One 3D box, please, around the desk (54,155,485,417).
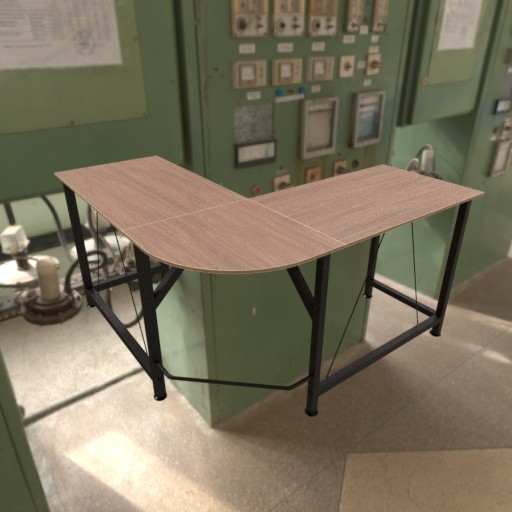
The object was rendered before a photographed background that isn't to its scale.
[{"bbox_3d":[0.000,0.000,2.198,1.400,0.762,1.400,-19,33,-32],"label":"desk"}]
